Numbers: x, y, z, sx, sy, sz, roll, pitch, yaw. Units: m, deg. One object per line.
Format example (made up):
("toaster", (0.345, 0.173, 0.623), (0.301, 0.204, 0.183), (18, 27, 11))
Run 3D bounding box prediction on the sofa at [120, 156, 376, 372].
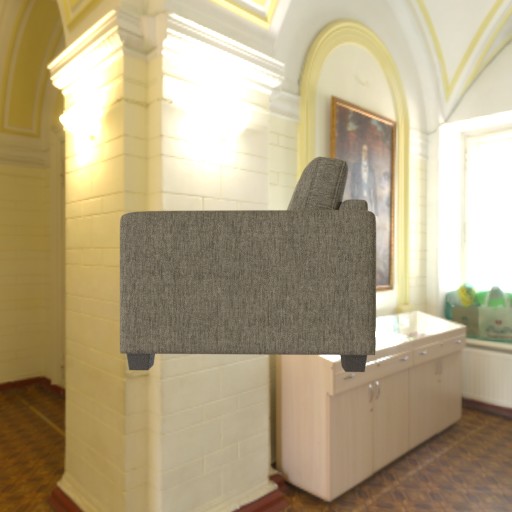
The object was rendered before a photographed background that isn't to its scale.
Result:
("sofa", (0.000, 0.000, 2.589), (0.900, 0.800, 2.160), (0, 0, 2))
